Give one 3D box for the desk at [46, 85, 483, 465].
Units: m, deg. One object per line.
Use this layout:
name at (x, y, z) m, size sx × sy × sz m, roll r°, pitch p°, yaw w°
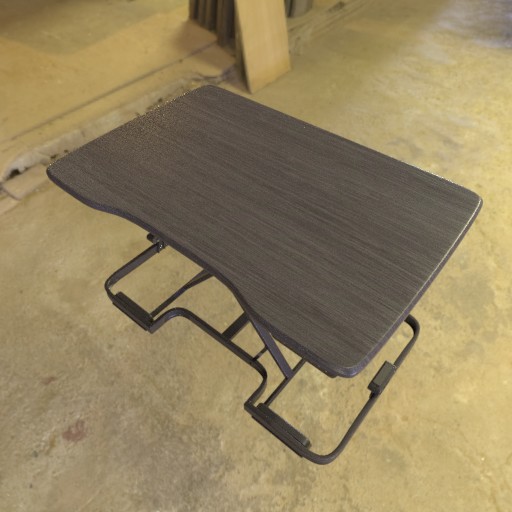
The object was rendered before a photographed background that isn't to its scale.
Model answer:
desk at (0.000, 0.000, 1.121) m, size 0.820 × 0.470 × 0.546 m, roll 31°, pitch 54°, yaw 26°
